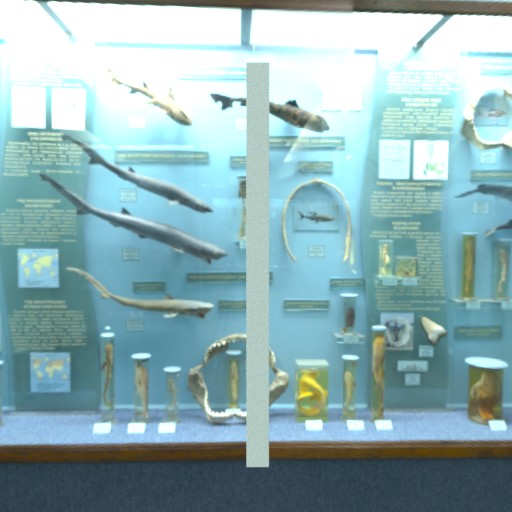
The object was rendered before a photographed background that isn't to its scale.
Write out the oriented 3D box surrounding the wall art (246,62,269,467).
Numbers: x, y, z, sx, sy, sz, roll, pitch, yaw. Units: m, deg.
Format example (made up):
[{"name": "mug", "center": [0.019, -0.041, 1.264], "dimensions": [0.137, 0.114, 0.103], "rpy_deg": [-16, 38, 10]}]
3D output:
[{"name": "wall art", "center": [0.000, 0.000, 1.638], "dimensions": [0.051, 0.902, 1.308], "rpy_deg": [0, 2, 0]}]
